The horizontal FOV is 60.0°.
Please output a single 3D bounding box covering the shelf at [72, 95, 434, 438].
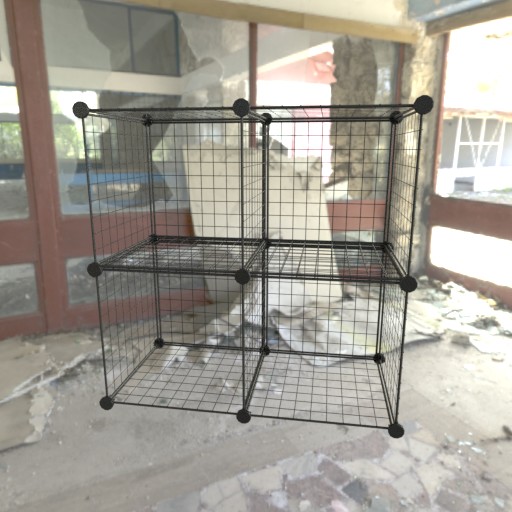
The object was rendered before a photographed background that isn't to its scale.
[{"bbox_3d":[0.000,0.000,1.110,0.711,0.711,0.356,2,14,9],"label":"shelf"}]
